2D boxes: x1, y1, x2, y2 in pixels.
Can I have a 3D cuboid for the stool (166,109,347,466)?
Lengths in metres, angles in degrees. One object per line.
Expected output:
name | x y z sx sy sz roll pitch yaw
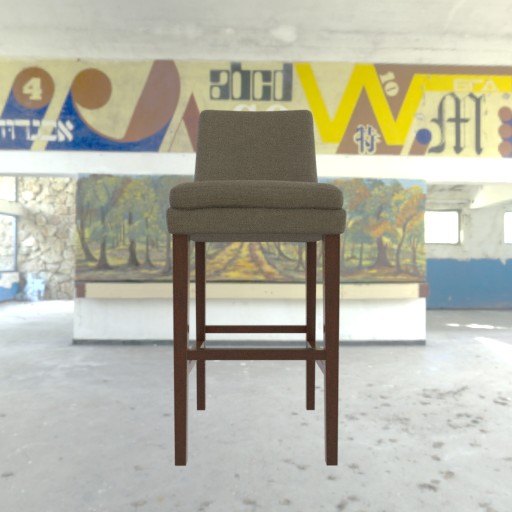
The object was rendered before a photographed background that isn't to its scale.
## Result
stool | 0.000 0.000 1.393 0.470 1.078 0.577 0 0 0
